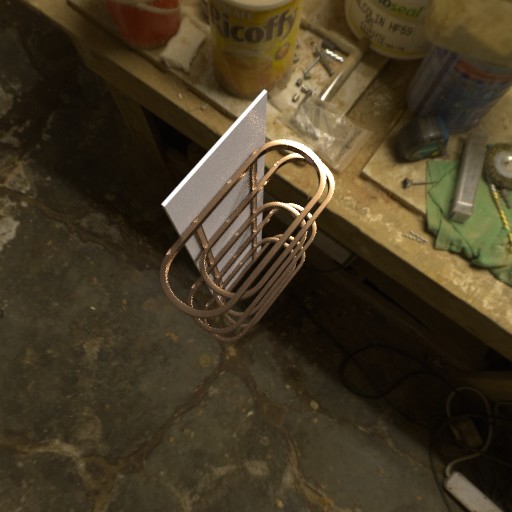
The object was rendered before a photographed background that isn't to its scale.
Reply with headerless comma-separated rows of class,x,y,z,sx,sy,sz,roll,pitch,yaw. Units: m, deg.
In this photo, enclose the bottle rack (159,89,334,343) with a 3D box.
bottle rack,0.000,0.000,0.831,0.118,0.709,0.332,37,78,9
